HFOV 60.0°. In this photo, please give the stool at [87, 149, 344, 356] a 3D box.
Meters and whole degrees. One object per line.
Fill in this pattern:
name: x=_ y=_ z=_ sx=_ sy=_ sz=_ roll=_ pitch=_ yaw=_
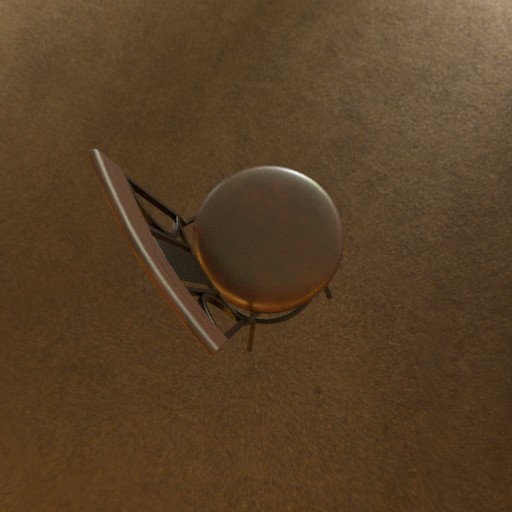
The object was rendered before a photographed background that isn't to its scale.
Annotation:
stool: x=0.000 y=0.000 z=1.365 sx=0.513 sy=1.130 sz=0.448 roll=-32 pitch=78 yaw=-8
